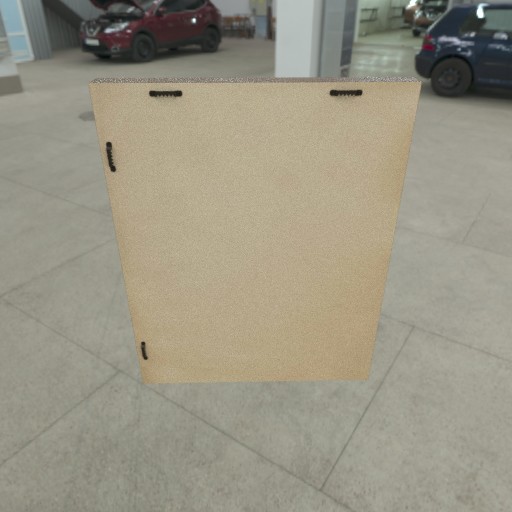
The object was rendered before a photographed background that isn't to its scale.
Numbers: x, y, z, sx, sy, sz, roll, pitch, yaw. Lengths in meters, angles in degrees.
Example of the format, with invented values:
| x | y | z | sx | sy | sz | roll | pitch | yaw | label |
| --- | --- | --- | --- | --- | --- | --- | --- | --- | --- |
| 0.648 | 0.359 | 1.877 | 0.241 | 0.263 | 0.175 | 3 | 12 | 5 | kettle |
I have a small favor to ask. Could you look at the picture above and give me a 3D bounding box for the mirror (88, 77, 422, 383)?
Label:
| x | y | z | sx | sy | sz | roll | pitch | yaw | label |
| --- | --- | --- | --- | --- | --- | --- | --- | --- | --- |
| 0.000 | 0.000 | 0.681 | 0.406 | 0.509 | 0.041 | -1 | 31 | -1 | mirror |
